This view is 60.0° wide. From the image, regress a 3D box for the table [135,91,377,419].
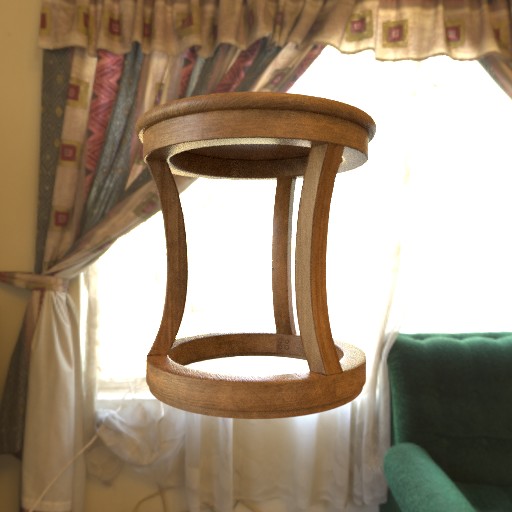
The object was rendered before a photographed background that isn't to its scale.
[{"bbox_3d":[0.000,0.000,0.824,0.432,0.460,0.432,0,1,0],"label":"table"}]
